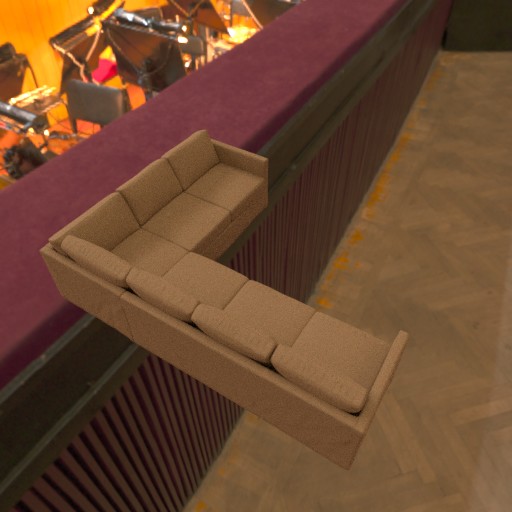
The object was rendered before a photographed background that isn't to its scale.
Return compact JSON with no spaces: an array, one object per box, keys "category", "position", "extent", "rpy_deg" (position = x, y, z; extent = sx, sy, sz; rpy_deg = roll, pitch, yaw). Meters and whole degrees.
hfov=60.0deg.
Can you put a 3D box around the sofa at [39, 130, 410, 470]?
[{"category":"sofa","position":[0.000,0.000,4.331],"extent":[3.182,0.871,2.432],"rpy_deg":[24,50,22]}]
